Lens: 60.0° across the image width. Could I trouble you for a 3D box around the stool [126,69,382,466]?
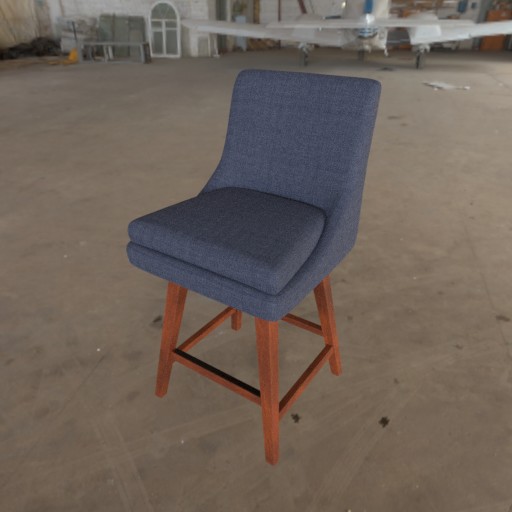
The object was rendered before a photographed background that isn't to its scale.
[{"bbox_3d":[0.000,0.000,1.221,0.467,0.895,0.524,18,34,30],"label":"stool"}]
